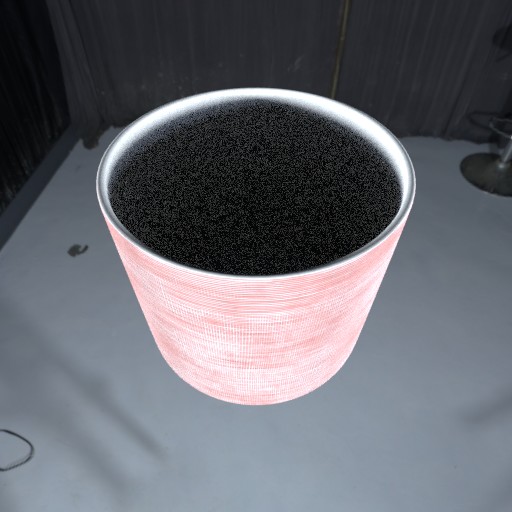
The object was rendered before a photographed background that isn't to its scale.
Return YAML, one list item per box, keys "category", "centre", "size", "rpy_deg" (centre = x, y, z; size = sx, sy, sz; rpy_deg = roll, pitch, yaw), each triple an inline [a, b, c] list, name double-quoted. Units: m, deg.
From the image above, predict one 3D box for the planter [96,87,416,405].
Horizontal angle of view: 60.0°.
- category: "planter"
  centre: [0.000, 0.000, 0.772]
  size: [0.440, 0.398, 0.440]
  rpy_deg: [0, 47, 0]
